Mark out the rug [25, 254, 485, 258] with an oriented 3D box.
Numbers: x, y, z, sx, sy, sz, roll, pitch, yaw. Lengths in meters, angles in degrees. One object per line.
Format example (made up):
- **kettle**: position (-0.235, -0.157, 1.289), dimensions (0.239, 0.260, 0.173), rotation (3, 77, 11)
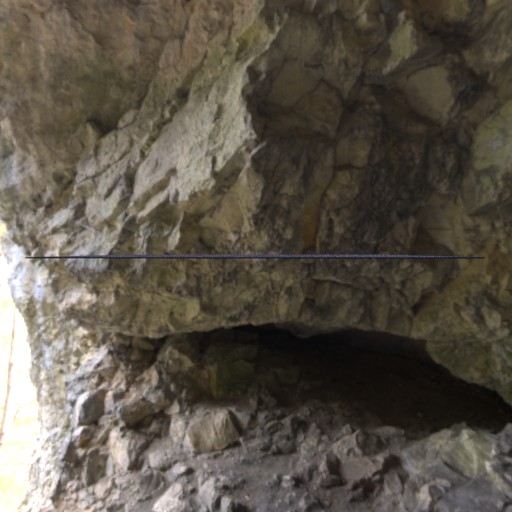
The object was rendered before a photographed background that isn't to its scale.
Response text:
- **rug**: position (0.000, 0.000, 4.136), dimensions (3.048, 0.010, 2.438), rotation (0, 1, 1)
